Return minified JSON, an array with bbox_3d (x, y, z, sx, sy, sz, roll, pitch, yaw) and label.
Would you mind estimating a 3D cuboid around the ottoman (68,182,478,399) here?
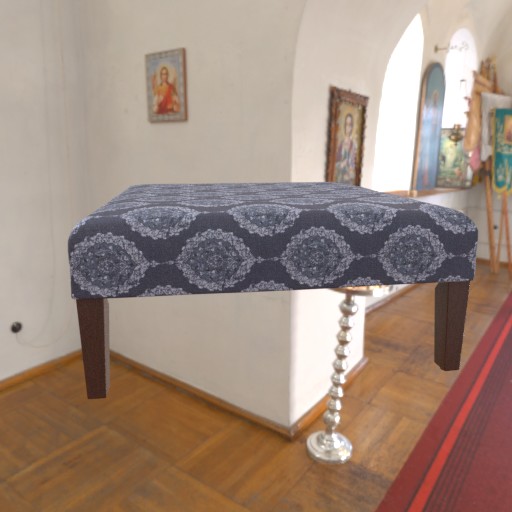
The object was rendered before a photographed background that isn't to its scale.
[{"bbox_3d":[0.000,0.000,1.383,0.890,0.409,0.889,-2,14,-8],"label":"ottoman"}]
